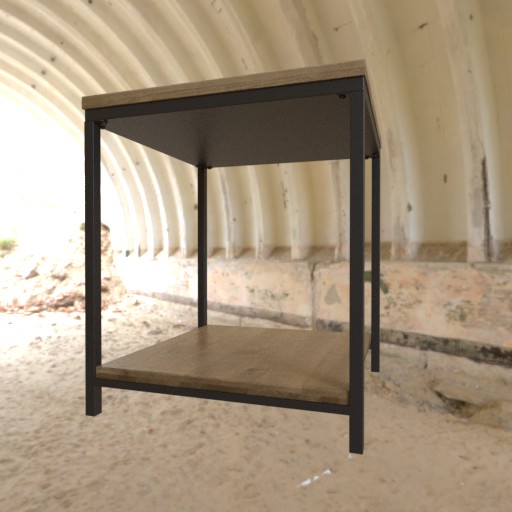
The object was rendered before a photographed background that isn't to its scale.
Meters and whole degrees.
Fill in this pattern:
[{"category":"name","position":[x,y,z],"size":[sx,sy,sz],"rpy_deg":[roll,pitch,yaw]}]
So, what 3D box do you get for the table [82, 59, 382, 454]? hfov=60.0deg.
[{"category":"table","position":[0.000,0.000,0.975],"size":[0.507,0.589,0.503],"rpy_deg":[0,1,18]}]
